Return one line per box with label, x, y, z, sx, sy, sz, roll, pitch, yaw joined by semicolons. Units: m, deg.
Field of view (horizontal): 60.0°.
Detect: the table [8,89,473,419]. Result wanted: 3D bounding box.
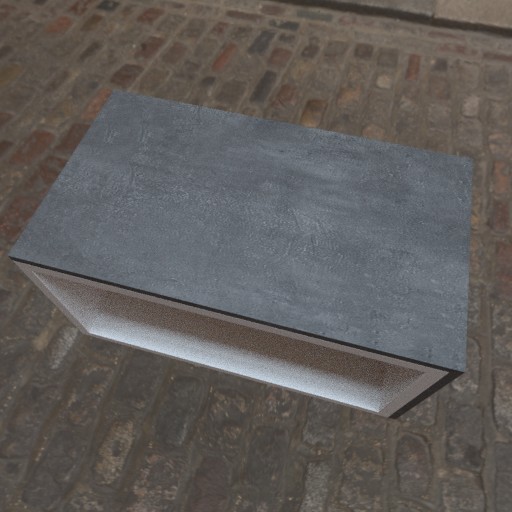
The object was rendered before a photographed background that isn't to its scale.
table;0.000;0.000;0.897;0.700;0.350;0.400;13;61;8
